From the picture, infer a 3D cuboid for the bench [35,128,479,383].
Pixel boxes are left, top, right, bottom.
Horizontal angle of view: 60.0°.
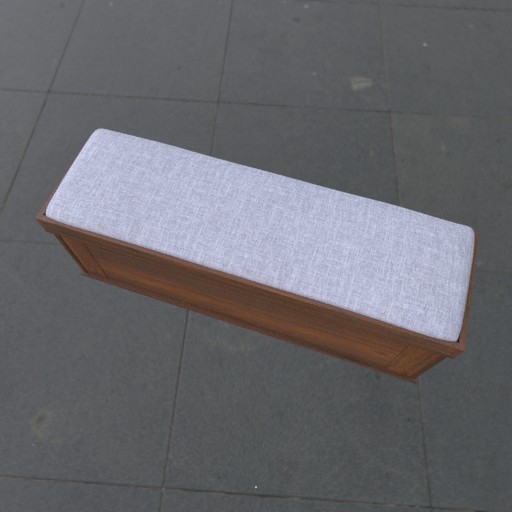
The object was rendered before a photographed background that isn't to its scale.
[{"bbox_3d":[0.000,0.000,1.422,1.196,0.468,0.367,17,64,8],"label":"bench"}]
